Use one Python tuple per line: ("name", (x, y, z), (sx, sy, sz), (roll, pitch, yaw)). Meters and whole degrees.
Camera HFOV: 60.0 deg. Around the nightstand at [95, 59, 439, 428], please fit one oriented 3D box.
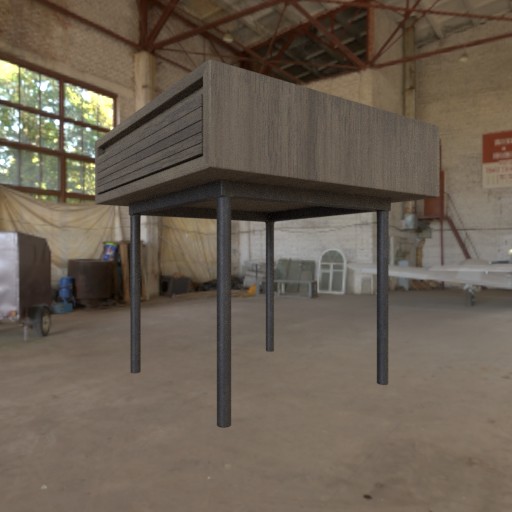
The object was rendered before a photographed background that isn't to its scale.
("nightstand", (0.000, 0.000, 0.903), (0.503, 0.497, 0.502), (0, 0, -36))
